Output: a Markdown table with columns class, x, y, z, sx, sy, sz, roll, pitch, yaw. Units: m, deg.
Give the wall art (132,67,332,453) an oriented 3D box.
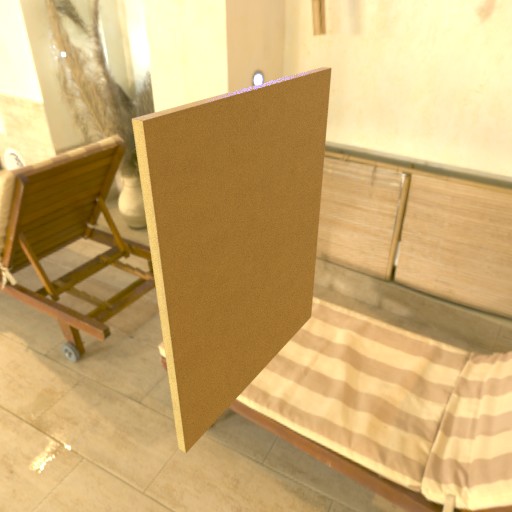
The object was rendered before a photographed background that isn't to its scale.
| class | x | y | z | sx | sy | sz | roll | pitch | yaw |
| --- | --- | --- | --- | --- | --- | --- | --- | --- | --- |
| wall art | 0.000 | 0.000 | 1.384 | 0.030 | 1.002 | 0.798 | 20 | 36 | 29 |
